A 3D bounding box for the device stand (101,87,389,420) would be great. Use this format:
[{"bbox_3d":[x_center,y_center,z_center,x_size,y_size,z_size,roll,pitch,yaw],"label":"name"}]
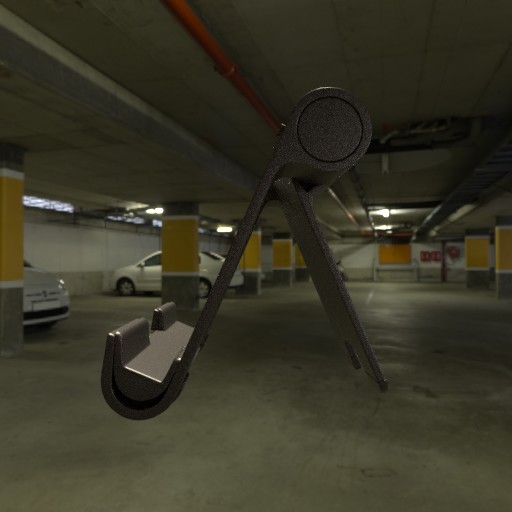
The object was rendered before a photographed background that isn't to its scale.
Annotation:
[{"bbox_3d":[0.000,0.000,0.154,0.079,0.084,0.088,0,-1,-1],"label":"device stand"}]
